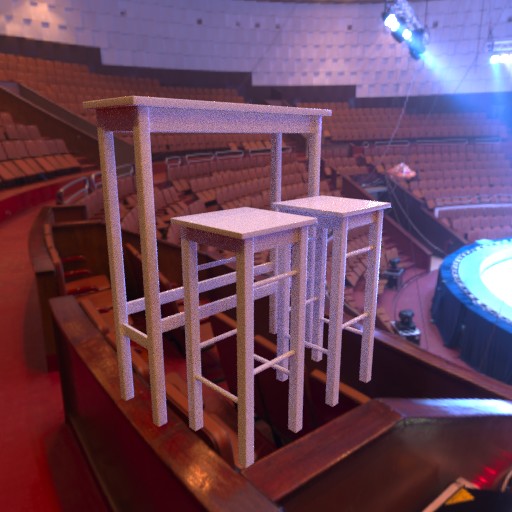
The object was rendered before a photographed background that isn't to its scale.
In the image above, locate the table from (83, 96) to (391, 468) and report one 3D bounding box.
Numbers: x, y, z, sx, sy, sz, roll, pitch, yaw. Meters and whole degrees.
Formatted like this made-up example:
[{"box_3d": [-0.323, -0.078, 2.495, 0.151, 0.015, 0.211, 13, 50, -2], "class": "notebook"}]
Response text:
[{"box_3d": [0.000, 0.000, 1.640, 0.650, 1.065, 0.915, 14, 21, 43], "class": "table"}]
